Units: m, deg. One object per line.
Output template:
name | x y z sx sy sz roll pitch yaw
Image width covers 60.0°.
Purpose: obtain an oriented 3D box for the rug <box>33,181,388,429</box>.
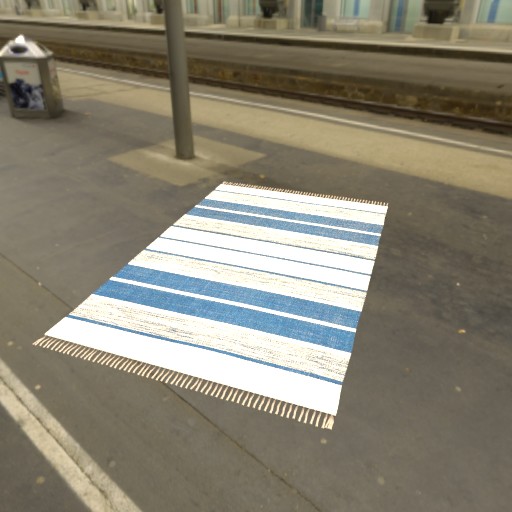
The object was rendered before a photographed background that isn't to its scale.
rug | 0.000 0.000 3.010 1.532 0.010 2.441 10 32 17
